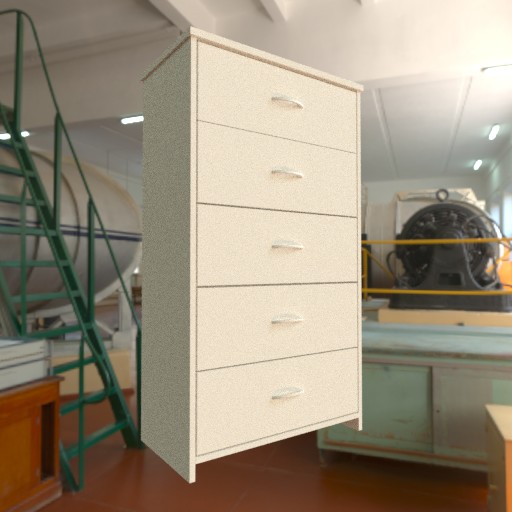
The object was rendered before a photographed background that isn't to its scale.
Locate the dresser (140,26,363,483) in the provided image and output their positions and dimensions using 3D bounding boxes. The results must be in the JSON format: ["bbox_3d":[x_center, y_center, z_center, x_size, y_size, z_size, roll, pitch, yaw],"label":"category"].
[{"bbox_3d":[0.000,0.000,1.564,0.704,1.255,0.399,1,-2,-35],"label":"dresser"}]
